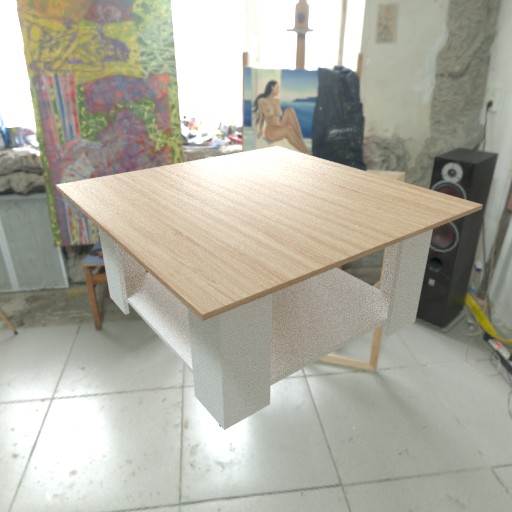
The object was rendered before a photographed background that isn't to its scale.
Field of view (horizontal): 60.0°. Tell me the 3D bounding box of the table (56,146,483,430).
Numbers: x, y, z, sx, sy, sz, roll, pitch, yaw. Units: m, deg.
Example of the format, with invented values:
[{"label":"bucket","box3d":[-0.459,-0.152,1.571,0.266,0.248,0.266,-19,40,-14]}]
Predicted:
[{"label":"table","box3d":[0.000,0.000,1.044,0.670,0.305,0.670,-19,32,-32]}]
